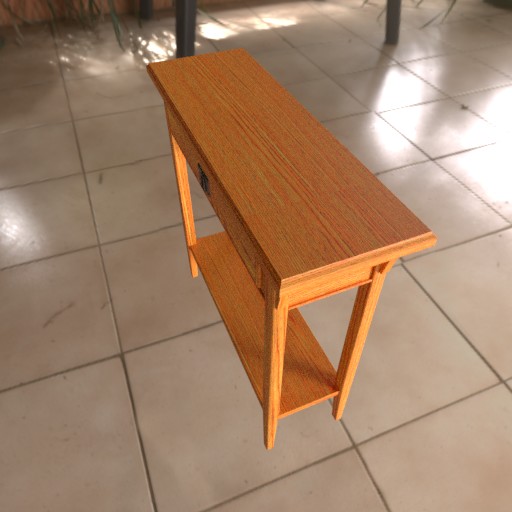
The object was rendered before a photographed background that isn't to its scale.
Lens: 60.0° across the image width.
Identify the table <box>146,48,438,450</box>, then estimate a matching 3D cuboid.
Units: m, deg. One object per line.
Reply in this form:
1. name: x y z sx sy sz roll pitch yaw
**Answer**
1. table: 0.000 0.000 1.106 0.254 0.711 0.762 -17 48 -16
